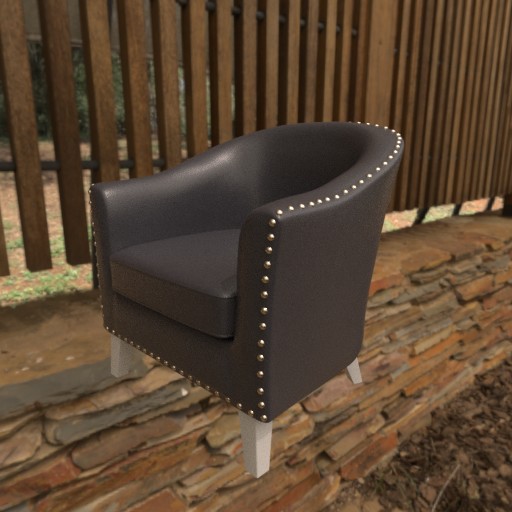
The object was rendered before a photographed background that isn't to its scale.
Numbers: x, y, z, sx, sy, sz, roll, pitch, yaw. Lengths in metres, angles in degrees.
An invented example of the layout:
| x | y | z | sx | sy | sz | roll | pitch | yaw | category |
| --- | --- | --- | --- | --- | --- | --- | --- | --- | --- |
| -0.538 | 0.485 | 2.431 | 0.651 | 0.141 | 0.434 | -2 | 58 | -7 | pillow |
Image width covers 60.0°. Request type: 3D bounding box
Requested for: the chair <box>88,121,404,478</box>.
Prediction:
| x | y | z | sx | sy | sz | roll | pitch | yaw | category |
| --- | --- | --- | --- | --- | --- | --- | --- | --- | --- |
| 0.000 | 0.000 | 1.385 | 0.794 | 0.823 | 0.748 | 14 | 20 | 43 | chair |
